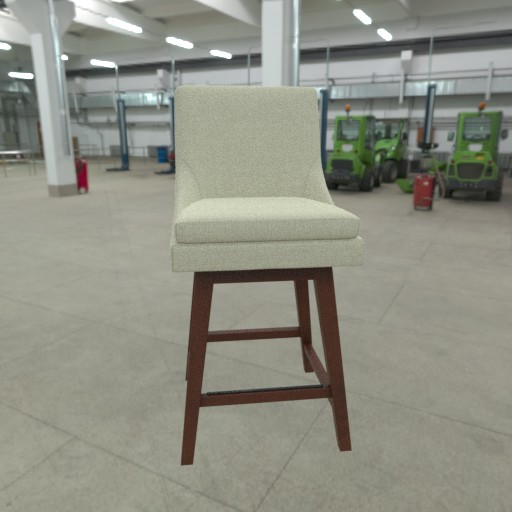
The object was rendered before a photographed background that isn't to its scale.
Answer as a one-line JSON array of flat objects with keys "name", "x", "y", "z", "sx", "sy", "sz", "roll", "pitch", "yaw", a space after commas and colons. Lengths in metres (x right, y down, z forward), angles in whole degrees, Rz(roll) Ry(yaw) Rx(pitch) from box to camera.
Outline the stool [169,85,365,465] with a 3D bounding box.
[{"name": "stool", "x": 0.000, "y": 0.000, "z": 1.309, "sx": 0.469, "sy": 0.991, "sz": 0.559, "roll": -2, "pitch": 16, "yaw": -7}]
